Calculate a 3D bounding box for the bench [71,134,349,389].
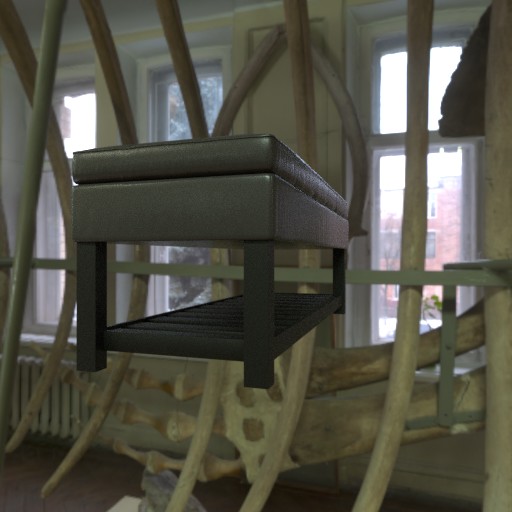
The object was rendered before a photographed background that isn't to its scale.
[{"bbox_3d":[0.000,0.000,1.337,0.432,0.460,1.105,0,0,18],"label":"bench"}]
